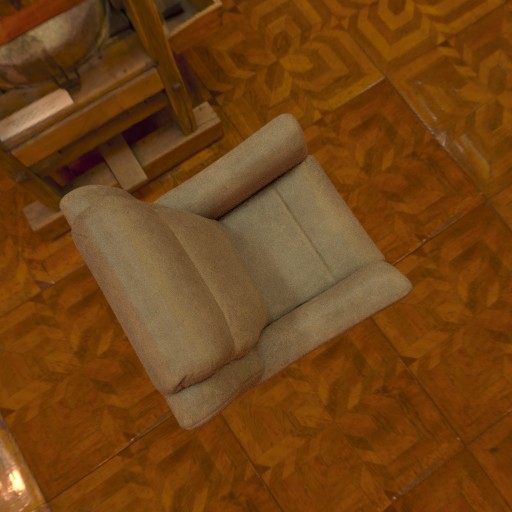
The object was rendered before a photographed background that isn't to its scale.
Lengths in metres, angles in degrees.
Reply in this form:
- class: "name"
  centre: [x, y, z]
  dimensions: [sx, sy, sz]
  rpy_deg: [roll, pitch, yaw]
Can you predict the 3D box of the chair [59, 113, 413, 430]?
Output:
- class: "chair"
  centre: [0.000, 0.000, 1.905]
  dimensions: [1.068, 1.116, 0.965]
  rpy_deg: [-31, 79, -6]
